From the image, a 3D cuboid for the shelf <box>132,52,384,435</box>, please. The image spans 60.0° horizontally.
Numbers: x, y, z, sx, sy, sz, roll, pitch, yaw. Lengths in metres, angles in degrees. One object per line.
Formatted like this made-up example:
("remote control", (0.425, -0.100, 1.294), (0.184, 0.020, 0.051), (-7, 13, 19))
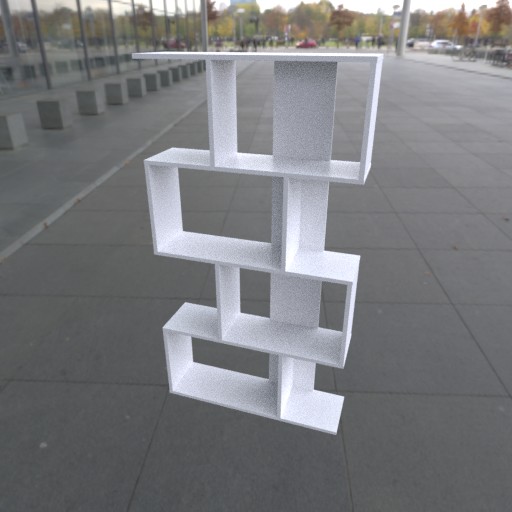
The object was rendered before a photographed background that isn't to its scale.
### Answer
("shelf", (0.000, 0.000, 1.986), (0.890, 1.650, 0.250), (8, 27, 17))
